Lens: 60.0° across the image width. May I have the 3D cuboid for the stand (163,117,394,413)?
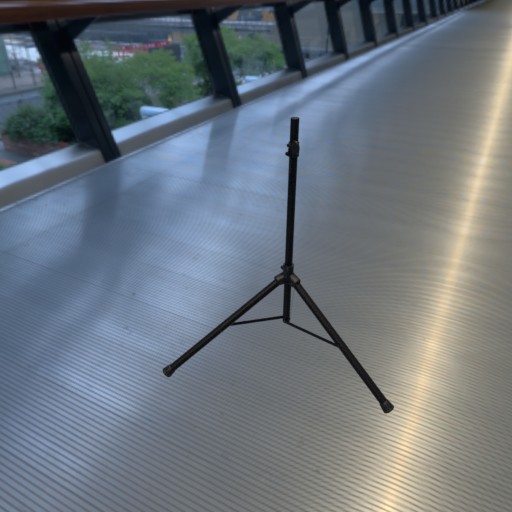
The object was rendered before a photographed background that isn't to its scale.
[{"bbox_3d":[0.000,0.000,1.897,0.907,1.136,1.045,-9,32,-15],"label":"stand"}]
